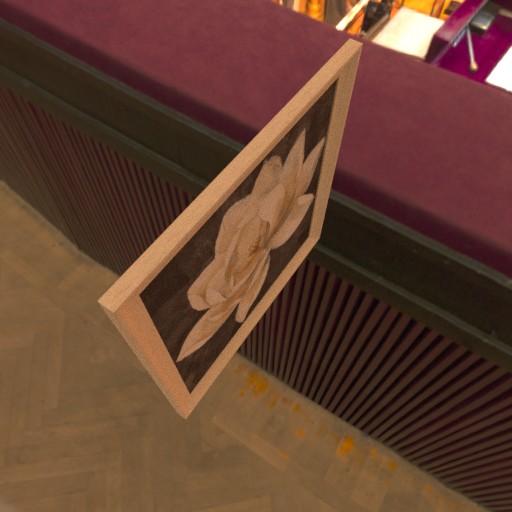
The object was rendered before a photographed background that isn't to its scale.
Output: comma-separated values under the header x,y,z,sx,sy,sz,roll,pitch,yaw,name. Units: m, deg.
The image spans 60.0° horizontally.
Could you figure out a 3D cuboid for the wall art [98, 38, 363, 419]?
x,y,z,sx,sy,sz,roll,pitch,yaw,name
0.000,0.000,1.496,0.045,1.016,1.016,31,64,17,wall art
